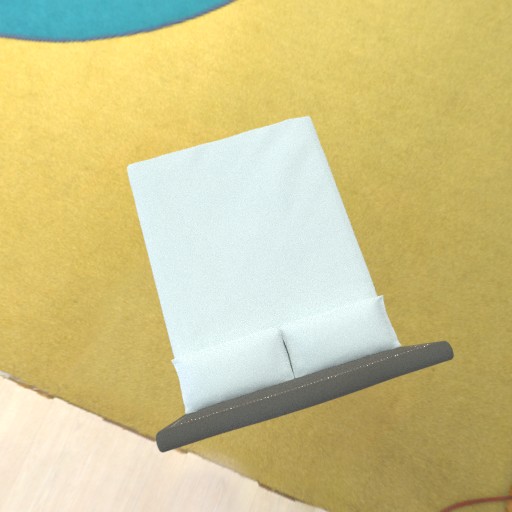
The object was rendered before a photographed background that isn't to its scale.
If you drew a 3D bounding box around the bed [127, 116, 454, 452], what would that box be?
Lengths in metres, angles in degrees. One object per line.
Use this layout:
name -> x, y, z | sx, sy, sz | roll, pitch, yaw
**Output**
bed -> 0.000, 0.000, 3.161 | 1.666, 1.387, 2.036 | -16, 76, -4
